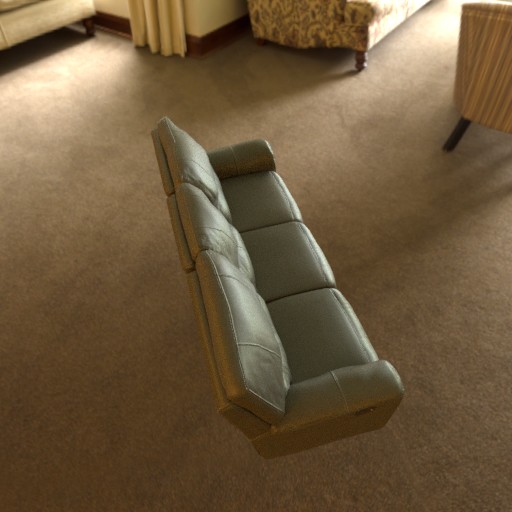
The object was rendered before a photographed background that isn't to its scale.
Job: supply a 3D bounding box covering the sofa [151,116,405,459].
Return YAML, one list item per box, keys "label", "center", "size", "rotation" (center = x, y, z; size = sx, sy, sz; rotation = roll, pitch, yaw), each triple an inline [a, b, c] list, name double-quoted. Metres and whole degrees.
- label: "sofa"
  center: [0.000, 0.000, 3.221]
  size: [1.104, 1.134, 2.627]
  rotation: [-12, 47, -11]
